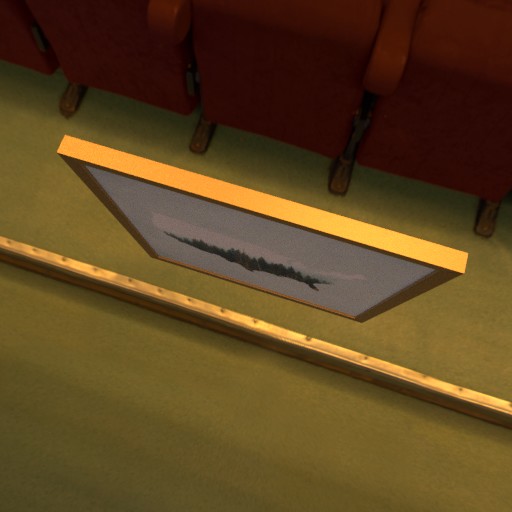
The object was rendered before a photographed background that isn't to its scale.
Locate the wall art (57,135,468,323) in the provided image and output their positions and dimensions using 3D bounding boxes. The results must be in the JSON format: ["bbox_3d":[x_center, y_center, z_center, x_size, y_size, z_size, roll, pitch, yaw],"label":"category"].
[{"bbox_3d":[0.000,0.000,1.163,0.762,0.762,0.038,17,76,4],"label":"wall art"}]
